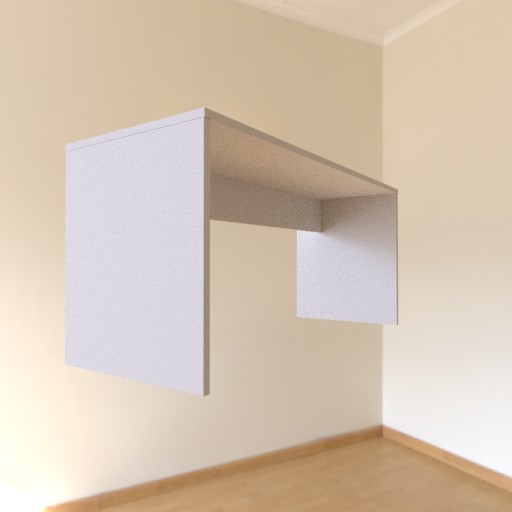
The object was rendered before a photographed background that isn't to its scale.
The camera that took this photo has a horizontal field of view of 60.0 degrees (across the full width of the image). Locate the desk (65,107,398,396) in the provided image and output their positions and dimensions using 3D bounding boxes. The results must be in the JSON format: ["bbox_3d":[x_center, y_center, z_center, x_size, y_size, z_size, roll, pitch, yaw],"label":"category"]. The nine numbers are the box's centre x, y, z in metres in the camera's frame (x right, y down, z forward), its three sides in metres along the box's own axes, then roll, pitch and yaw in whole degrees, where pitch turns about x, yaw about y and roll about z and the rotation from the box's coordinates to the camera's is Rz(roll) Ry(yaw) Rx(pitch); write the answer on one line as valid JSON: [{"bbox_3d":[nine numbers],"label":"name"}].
[{"bbox_3d":[0.000,0.000,2.032,0.802,0.750,1.600,-1,-1,35],"label":"desk"}]
